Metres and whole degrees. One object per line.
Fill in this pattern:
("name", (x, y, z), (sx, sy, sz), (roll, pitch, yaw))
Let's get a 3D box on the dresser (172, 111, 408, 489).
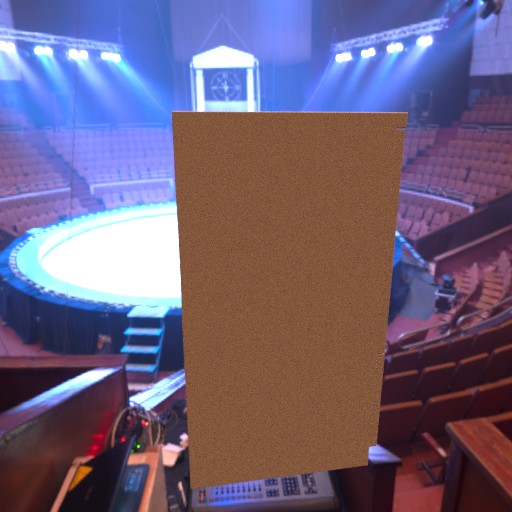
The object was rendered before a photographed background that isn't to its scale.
("dresser", (0.000, 0.000, 1.234), (0.420, 0.740, 0.830), (-3, 17, -10))
